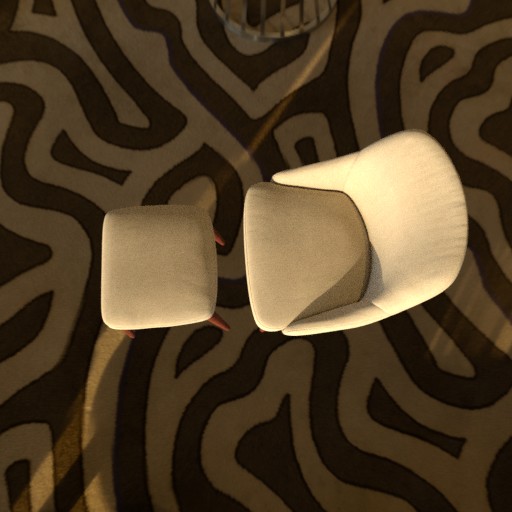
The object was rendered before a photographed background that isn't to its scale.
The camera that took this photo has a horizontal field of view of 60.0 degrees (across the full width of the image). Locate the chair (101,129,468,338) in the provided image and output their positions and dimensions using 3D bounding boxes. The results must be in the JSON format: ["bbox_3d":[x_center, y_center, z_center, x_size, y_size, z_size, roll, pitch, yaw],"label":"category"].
[{"bbox_3d":[0.000,0.000,1.571,1.114,0.866,0.584,-4,74,-1],"label":"chair"}]
